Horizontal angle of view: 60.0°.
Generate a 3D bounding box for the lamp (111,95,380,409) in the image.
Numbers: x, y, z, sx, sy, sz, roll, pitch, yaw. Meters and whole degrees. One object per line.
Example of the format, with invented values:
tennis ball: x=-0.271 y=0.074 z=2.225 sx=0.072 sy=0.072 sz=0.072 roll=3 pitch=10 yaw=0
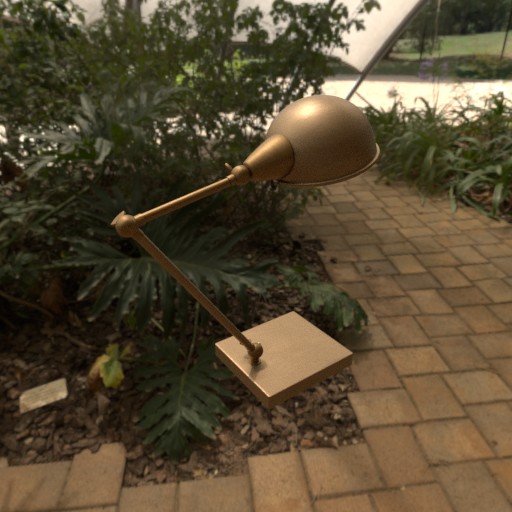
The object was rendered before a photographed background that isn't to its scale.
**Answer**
lamp: x=0.000 y=0.000 z=0.558 sx=0.339 sy=0.371 sz=0.149 roll=-17 pitch=31 yaw=-31
